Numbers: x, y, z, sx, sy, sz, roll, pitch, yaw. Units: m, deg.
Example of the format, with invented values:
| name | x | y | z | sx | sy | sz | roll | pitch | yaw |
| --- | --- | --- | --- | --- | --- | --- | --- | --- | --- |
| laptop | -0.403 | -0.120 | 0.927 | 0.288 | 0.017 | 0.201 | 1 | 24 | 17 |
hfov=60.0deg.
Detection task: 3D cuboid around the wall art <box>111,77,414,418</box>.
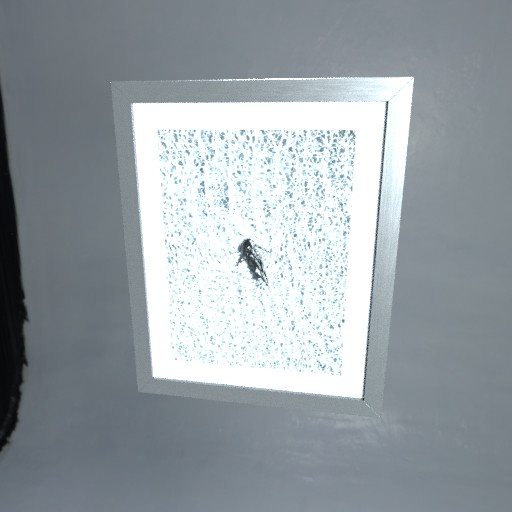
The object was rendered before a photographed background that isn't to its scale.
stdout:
| name | x | y | z | sx | sy | sz | roll | pitch | yaw |
| --- | --- | --- | --- | --- | --- | --- | --- | --- | --- |
| wall art | 0.000 | 0.000 | 0.513 | 0.308 | 0.379 | 0.030 | 3 | 17 | 10 |
